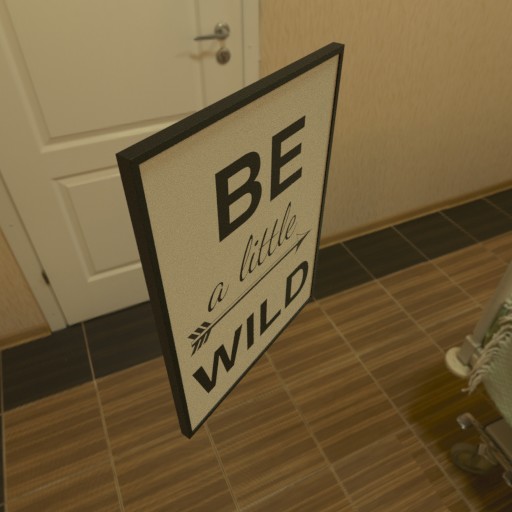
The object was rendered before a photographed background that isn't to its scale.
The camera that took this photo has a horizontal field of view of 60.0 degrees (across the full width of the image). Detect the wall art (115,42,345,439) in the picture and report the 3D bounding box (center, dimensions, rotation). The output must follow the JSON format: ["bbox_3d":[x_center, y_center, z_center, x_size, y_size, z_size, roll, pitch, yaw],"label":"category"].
[{"bbox_3d":[0.000,0.000,1.388,0.038,1.062,0.806,26,48,26],"label":"wall art"}]
